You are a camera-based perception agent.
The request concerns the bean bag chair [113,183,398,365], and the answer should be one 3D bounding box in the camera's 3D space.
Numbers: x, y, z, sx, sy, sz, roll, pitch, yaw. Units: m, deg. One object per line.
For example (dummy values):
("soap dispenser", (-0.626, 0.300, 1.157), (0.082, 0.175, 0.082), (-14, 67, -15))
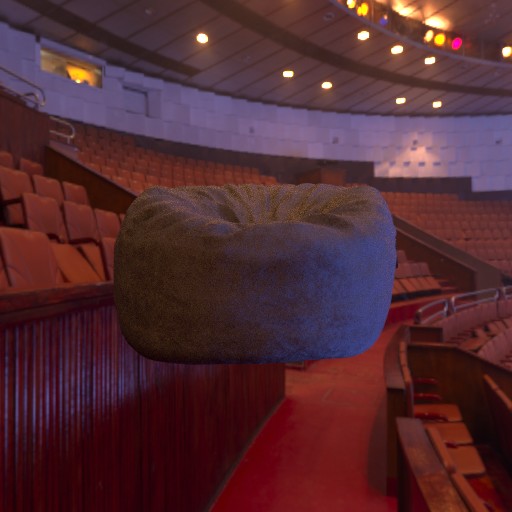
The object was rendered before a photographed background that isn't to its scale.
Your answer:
("bean bag chair", (0.000, 0.000, 2.043), (1.245, 0.821, 1.245), (0, -1, 0))
